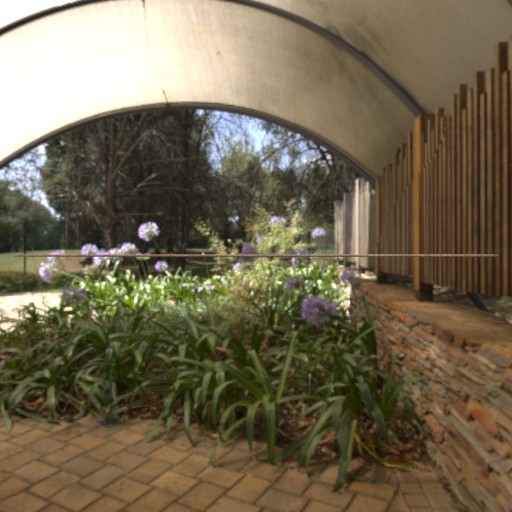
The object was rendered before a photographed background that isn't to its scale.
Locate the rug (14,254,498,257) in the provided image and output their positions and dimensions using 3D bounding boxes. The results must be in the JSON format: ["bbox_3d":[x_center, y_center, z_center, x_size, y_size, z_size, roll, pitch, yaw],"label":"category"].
[{"bbox_3d":[0.000,0.000,2.986,2.439,0.011,1.533,0,0,0],"label":"rug"}]
